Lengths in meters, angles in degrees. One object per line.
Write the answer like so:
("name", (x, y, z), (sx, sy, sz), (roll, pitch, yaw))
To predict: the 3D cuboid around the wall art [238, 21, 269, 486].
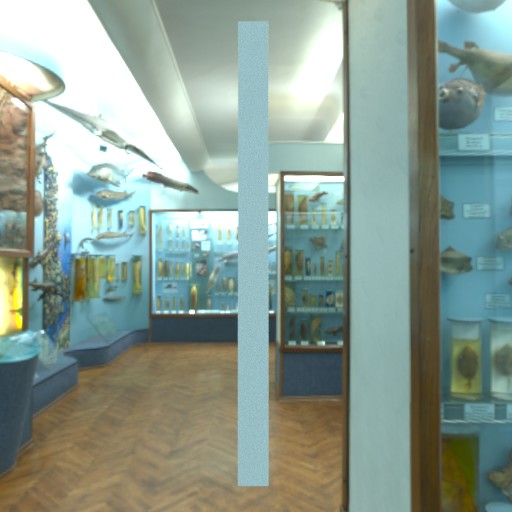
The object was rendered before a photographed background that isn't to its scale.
("wall art", (0.000, 0.000, 0.446), (0.020, 0.307, 0.307), (0, -1, 1))
